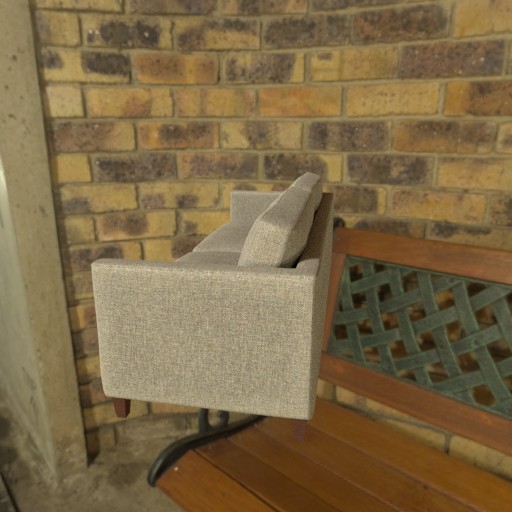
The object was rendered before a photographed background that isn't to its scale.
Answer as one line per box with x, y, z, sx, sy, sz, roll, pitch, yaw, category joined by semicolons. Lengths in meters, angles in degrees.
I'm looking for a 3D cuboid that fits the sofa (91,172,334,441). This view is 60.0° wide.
0.000;0.000;2.915;0.948;0.951;2.434;3;16;11;sofa
